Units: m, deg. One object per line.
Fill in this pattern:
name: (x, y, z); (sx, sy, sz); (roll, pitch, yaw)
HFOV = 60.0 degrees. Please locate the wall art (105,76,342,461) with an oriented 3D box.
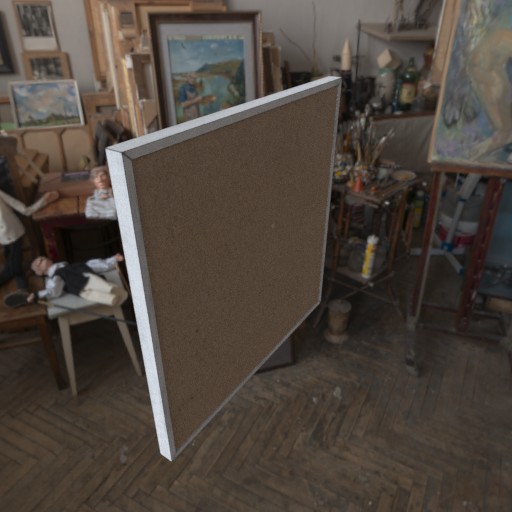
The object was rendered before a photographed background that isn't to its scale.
wall art: (0.000, 0.000, 1.140); (0.038, 0.762, 0.762); (20, 37, 29)
